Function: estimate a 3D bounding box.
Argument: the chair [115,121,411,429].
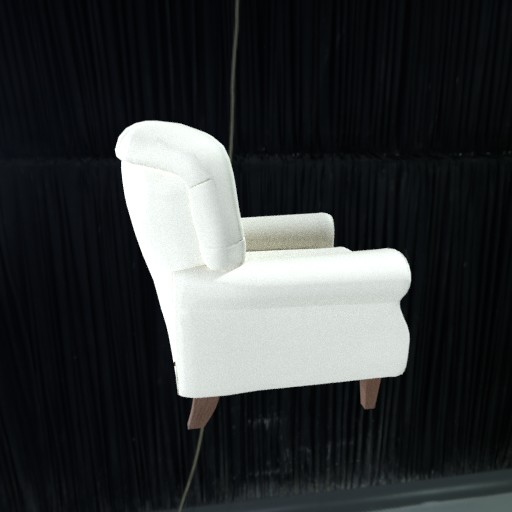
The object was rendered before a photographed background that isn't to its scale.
[{"bbox_3d":[0.000,0.000,2.016,1.132,1.169,1.035,-3,16,-10],"label":"chair"}]
